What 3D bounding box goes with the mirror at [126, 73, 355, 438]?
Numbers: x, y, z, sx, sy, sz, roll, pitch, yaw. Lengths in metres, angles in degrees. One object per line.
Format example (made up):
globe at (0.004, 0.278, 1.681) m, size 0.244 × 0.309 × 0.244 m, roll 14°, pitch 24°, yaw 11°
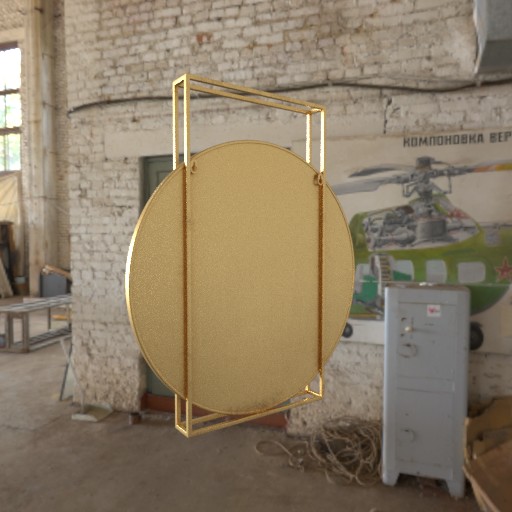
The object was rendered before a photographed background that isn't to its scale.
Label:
mirror at (0.000, 0.000, 0.843) m, size 0.508 × 0.603 × 0.051 m, roll -2°, pitch 3°, yaw -35°
